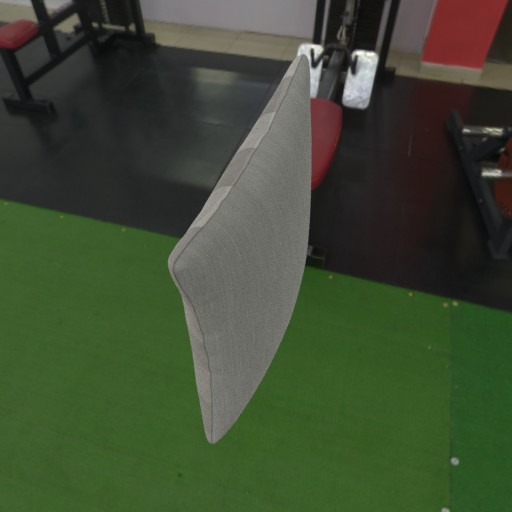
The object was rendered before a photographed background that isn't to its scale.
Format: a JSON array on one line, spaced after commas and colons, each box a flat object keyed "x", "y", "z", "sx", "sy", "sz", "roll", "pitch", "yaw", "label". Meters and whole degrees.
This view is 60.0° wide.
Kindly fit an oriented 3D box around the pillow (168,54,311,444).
[{"x": 0.000, "y": 0.000, "z": 0.790, "sx": 0.161, "sy": 0.509, "sz": 0.511, "roll": 14, "pitch": 50, "yaw": 12, "label": "pillow"}]
